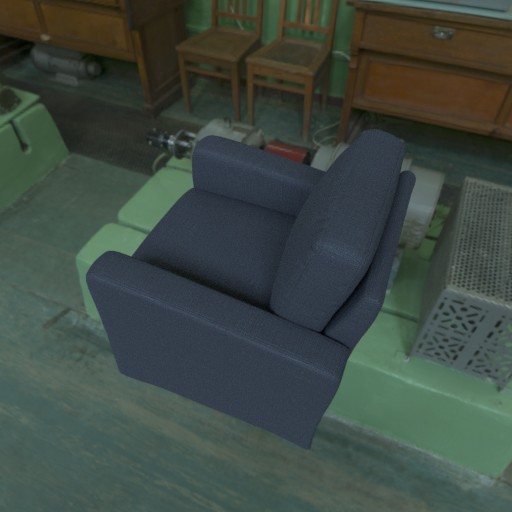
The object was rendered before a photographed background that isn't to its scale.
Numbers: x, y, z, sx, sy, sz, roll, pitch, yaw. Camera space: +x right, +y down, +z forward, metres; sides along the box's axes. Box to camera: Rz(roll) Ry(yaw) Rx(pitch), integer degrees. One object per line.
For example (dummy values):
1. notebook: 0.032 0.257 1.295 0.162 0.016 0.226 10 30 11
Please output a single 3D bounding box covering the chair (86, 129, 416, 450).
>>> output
1. chair: 0.000 0.000 1.519 0.863 0.855 0.798 17 50 15
